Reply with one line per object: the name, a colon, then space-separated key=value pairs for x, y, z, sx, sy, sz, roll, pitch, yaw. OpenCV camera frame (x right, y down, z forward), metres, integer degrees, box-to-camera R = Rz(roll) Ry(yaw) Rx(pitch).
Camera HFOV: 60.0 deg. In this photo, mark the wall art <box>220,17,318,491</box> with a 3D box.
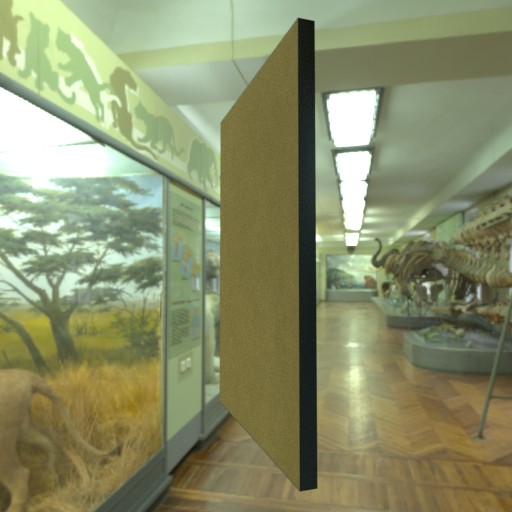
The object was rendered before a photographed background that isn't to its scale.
wall art: x=0.000 y=0.000 z=0.576 sx=0.019 sy=0.455 sz=0.314 roll=1 pitch=-3 yaw=-18
